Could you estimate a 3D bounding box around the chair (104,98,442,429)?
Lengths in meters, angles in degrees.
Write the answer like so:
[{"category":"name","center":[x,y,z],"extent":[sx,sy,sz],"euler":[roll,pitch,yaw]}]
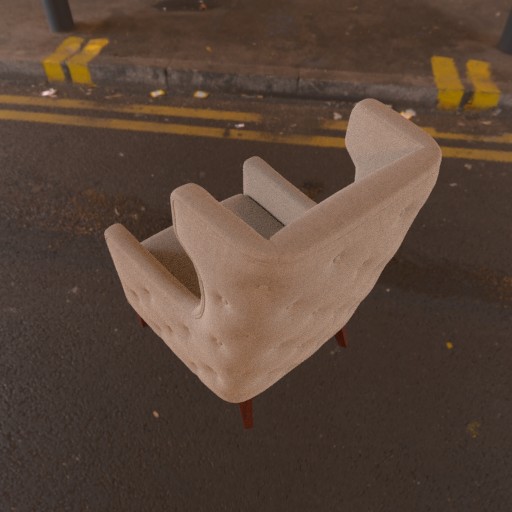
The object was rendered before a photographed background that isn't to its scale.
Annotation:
[{"category":"chair","center":[0.000,0.000,1.602],"extent":[0.778,1.079,0.899],"euler":[-32,53,-27]}]
